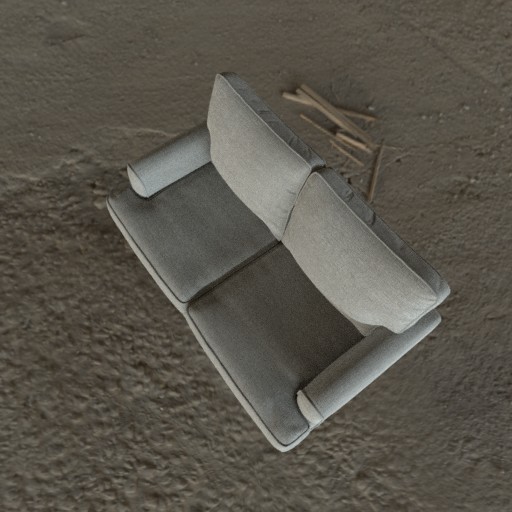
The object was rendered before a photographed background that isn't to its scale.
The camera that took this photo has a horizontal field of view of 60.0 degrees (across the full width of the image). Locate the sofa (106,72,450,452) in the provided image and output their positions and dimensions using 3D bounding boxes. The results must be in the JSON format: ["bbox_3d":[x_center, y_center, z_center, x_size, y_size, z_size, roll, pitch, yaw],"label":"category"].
[{"bbox_3d":[0.000,0.000,2.282,0.965,0.965,1.651,-34,69,-15],"label":"sofa"}]
